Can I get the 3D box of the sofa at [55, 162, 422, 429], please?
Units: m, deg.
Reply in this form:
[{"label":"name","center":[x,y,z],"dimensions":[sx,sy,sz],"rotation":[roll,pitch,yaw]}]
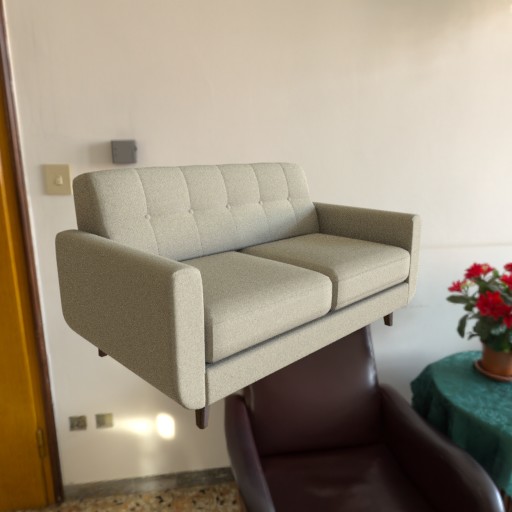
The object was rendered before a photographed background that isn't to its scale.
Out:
[{"label":"sofa","center":[0.000,0.000,2.247],"dimensions":[1.655,0.892,0.980],"rotation":[-13,19,-43]}]
